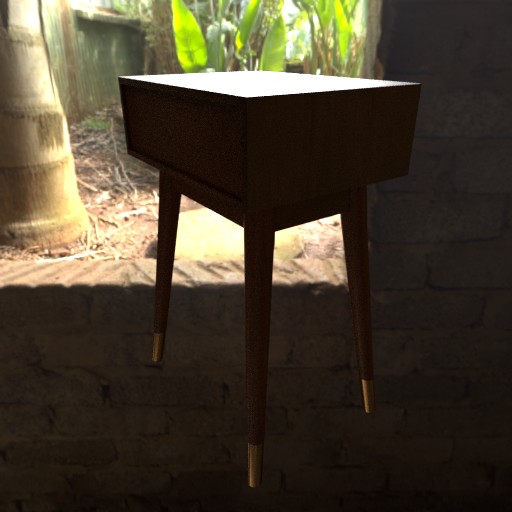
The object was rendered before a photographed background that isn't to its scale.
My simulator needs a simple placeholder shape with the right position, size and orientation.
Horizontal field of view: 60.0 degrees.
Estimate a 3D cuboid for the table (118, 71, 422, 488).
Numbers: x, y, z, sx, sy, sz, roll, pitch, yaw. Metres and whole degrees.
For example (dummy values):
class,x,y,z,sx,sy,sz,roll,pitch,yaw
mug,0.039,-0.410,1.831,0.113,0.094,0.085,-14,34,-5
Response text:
class,x,y,z,sx,sy,sz,roll,pitch,yaw
table,0.000,0.000,0.808,0.300,0.599,0.406,-17,30,-31
